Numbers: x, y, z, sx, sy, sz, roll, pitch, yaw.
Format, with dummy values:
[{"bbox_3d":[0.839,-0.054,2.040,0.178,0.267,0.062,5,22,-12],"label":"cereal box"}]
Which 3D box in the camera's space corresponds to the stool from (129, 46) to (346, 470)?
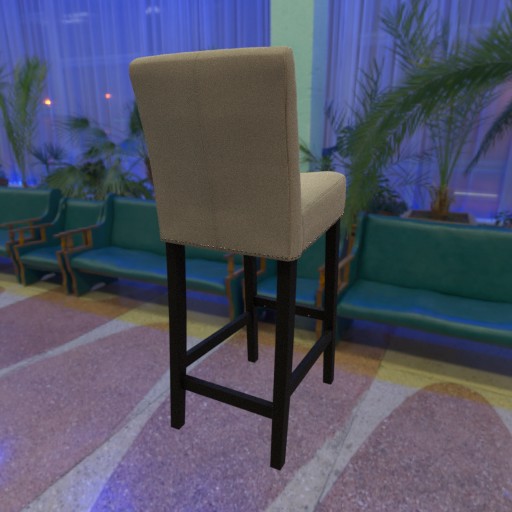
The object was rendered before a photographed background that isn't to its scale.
[{"bbox_3d":[0.000,0.000,1.303,0.411,1.047,0.548,9,19,27],"label":"stool"}]
